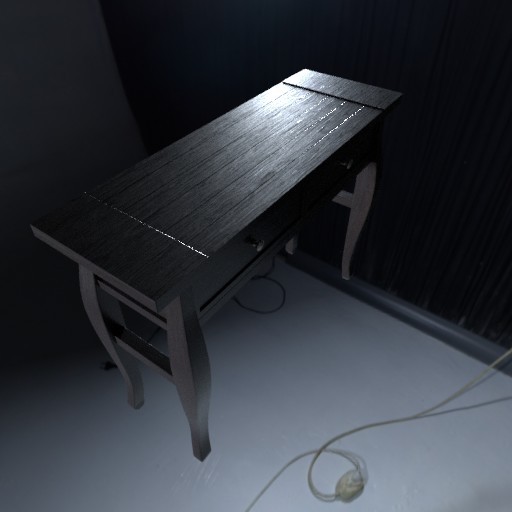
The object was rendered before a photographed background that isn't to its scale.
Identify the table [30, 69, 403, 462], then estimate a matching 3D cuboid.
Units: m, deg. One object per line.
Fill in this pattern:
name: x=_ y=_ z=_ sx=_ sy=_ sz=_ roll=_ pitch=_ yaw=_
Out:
table: x=0.000 y=0.000 z=1.390 sx=0.373 sy=0.768 sz=1.062 roll=26 pitch=48 yaw=26
